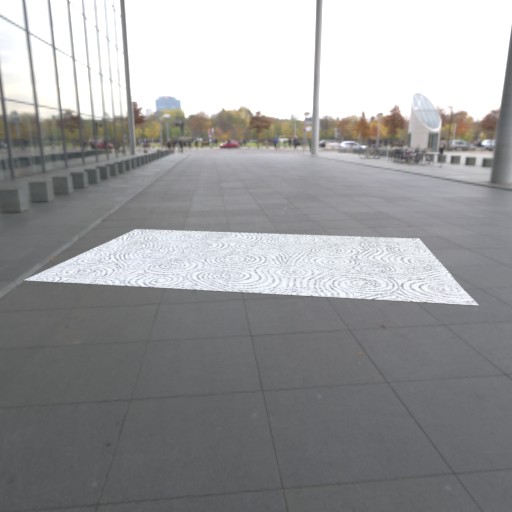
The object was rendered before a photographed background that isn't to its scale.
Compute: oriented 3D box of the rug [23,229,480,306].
[{"bbox_3d":[0.000,0.000,3.056,2.439,0.005,1.524,2,15,9],"label":"rug"}]
